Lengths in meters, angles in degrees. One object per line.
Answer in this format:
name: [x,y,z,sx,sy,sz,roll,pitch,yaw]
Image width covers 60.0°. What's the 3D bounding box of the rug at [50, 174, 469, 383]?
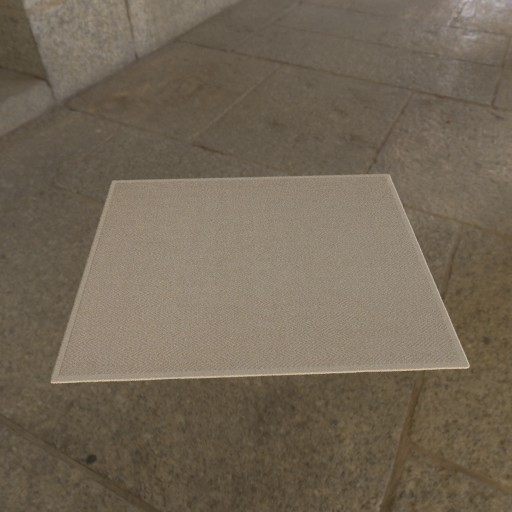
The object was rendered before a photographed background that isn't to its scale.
rug: [0.000,0.000,4.038,3.051,0.020,2.407,-2,46,-2]
